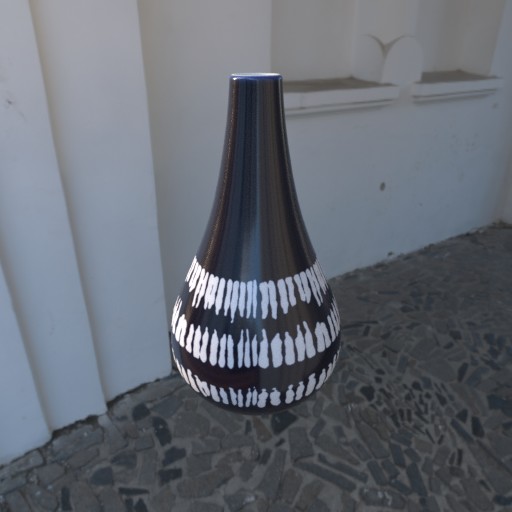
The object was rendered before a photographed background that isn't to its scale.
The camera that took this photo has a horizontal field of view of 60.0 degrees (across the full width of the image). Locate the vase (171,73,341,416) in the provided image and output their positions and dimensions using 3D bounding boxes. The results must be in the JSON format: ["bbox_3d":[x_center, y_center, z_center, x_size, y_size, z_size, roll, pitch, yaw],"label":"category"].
[{"bbox_3d":[0.000,0.000,0.388,0.159,0.295,0.159,0,25,0],"label":"vase"}]
